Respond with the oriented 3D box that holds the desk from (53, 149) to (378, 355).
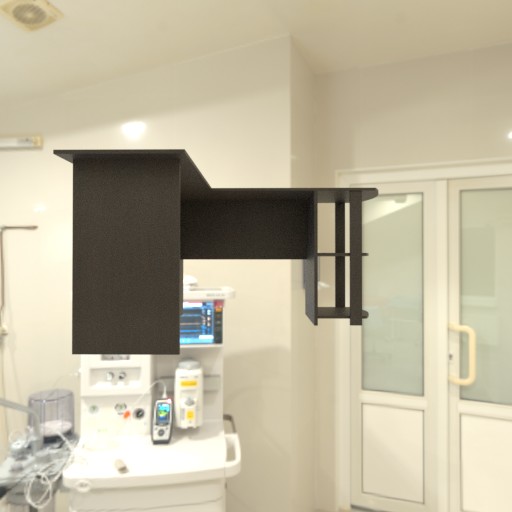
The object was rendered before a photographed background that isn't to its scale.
[{"bbox_3d":[0.000,0.000,2.147,1.361,0.716,1.303,0,-1,1],"label":"desk"}]
